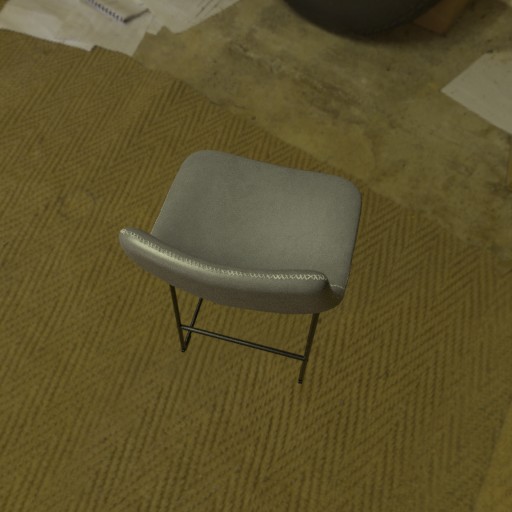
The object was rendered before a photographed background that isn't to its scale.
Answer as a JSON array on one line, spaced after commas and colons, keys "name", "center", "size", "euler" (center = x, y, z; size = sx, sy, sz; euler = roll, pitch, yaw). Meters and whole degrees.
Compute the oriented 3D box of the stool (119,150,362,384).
[{"name": "stool", "center": [0.000, 0.000, 1.182], "size": [0.470, 0.876, 0.546], "euler": [13, 64, 7]}]
